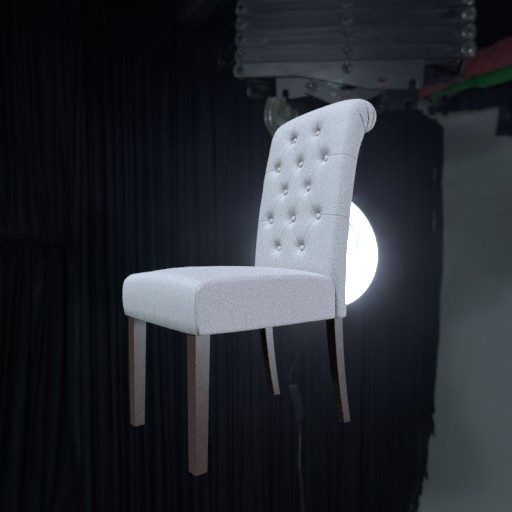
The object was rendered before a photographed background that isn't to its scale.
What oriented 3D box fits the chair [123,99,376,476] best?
[{"bbox_3d":[0.000,0.000,1.363,0.671,1.006,0.456,0,0,-37],"label":"chair"}]
